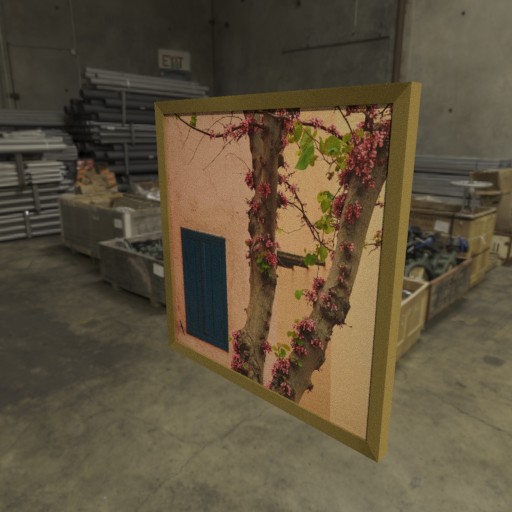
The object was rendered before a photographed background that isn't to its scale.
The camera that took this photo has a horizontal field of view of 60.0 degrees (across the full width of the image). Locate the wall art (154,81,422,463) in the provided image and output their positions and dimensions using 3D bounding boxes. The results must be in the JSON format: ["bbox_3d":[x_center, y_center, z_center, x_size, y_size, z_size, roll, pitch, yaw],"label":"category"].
[{"bbox_3d":[0.000,0.000,1.112,0.762,0.762,0.038,15,21,42],"label":"wall art"}]
